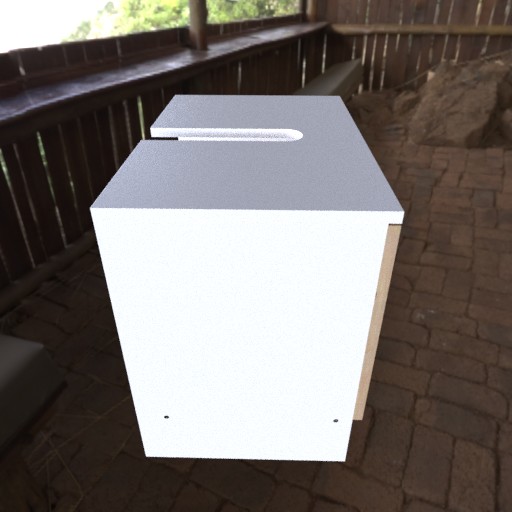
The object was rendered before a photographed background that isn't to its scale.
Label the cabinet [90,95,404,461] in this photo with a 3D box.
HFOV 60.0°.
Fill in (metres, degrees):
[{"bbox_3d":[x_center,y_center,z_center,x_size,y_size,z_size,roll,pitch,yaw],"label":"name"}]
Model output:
[{"bbox_3d":[0.000,0.000,0.943,0.400,0.522,0.600,1,33,1],"label":"cabinet"}]
